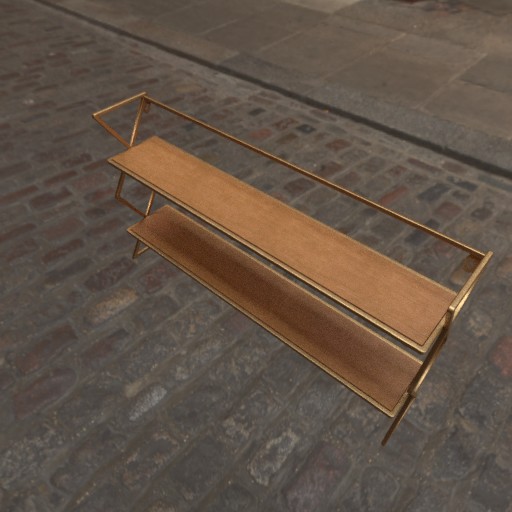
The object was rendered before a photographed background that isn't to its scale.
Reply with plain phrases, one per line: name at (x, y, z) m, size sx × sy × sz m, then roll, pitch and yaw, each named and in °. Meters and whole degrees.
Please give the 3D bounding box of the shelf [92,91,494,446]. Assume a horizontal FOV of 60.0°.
shelf at (0.000, 0.000, 0.975) m, size 0.822 × 0.450 × 0.150 m, roll 32°, pitch 53°, yaw 27°
